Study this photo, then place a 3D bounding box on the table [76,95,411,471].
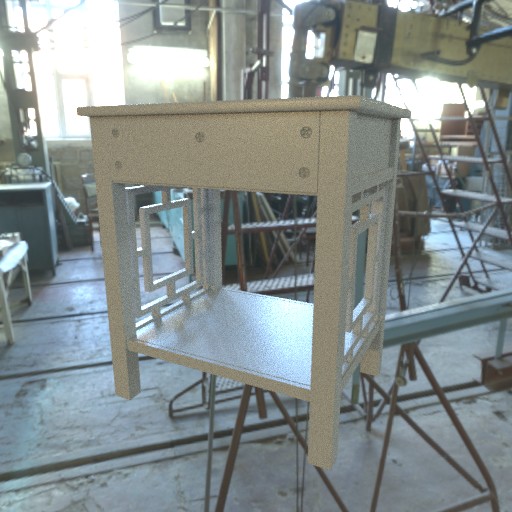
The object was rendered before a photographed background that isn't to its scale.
[{"bbox_3d":[0.000,0.000,1.021,0.564,0.646,0.451,8,17,27],"label":"table"}]
